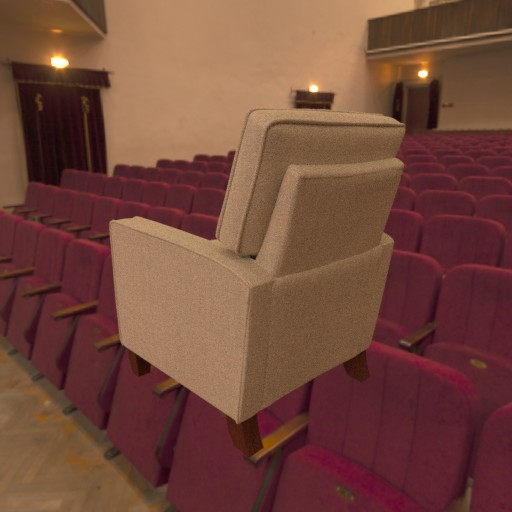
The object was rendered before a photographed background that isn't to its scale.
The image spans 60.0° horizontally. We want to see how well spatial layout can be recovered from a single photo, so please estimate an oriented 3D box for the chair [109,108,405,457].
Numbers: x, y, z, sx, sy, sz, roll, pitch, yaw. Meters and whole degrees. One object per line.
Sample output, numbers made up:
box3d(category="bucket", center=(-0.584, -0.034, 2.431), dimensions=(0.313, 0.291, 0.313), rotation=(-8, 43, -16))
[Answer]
box3d(category="chair", center=(0.000, 0.000, 1.441), dimensions=(0.648, 0.888, 0.754), rotation=(-14, 21, -42))
